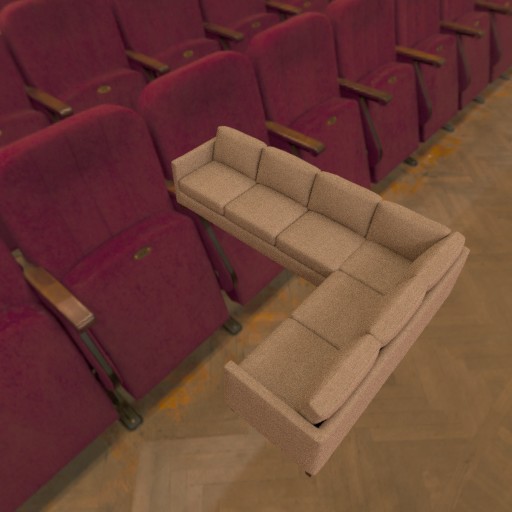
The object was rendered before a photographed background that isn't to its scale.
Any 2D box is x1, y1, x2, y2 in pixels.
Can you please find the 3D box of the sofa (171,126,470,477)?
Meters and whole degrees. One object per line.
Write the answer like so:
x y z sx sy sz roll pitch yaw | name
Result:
0.000 0.000 4.509 3.333 0.934 2.522 32 53 28 | sofa
